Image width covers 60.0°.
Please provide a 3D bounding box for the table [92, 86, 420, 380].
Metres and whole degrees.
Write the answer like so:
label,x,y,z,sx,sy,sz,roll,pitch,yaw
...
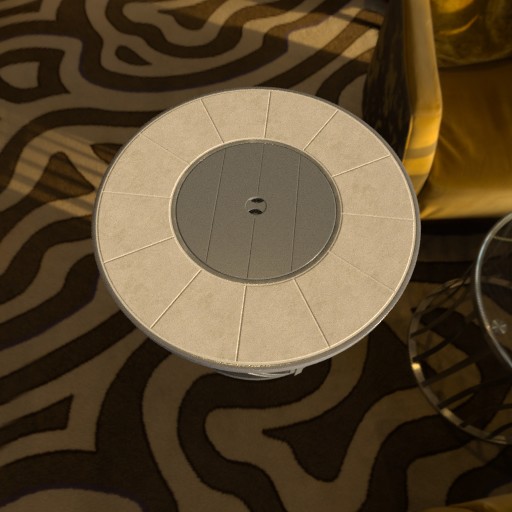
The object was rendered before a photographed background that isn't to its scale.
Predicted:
label,x,y,z,sx,sy,sz,roll,pitch,yaw
table,0.000,0.000,1.540,0.914,0.650,0.914,0,64,0
